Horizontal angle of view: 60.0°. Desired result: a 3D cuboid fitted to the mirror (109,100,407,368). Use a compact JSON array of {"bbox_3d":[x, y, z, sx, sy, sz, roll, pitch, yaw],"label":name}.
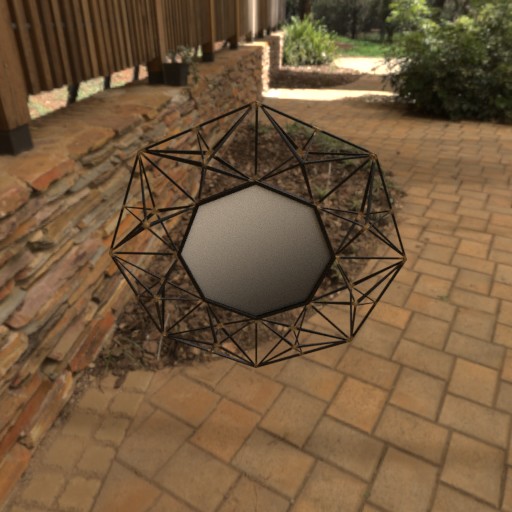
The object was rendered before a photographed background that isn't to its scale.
[{"bbox_3d":[0.000,0.000,1.057,0.710,0.710,0.094,1,29,2],"label":"mirror"}]
